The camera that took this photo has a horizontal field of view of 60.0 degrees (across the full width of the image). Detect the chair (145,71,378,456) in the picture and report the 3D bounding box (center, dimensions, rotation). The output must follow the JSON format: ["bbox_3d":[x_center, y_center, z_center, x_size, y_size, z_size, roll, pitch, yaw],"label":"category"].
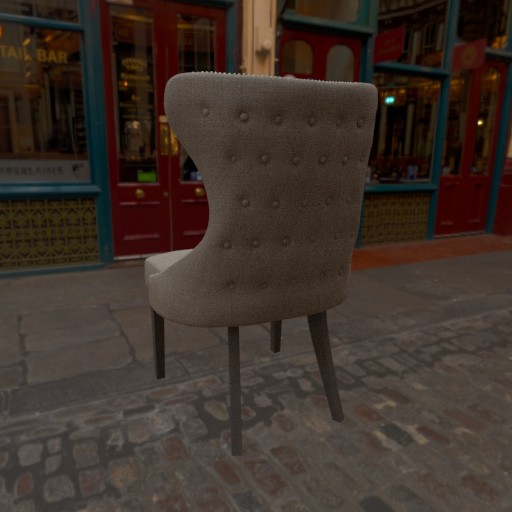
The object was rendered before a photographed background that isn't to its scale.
[{"bbox_3d":[0.000,0.000,1.364,0.628,0.967,0.635,-6,14,-26],"label":"chair"}]
